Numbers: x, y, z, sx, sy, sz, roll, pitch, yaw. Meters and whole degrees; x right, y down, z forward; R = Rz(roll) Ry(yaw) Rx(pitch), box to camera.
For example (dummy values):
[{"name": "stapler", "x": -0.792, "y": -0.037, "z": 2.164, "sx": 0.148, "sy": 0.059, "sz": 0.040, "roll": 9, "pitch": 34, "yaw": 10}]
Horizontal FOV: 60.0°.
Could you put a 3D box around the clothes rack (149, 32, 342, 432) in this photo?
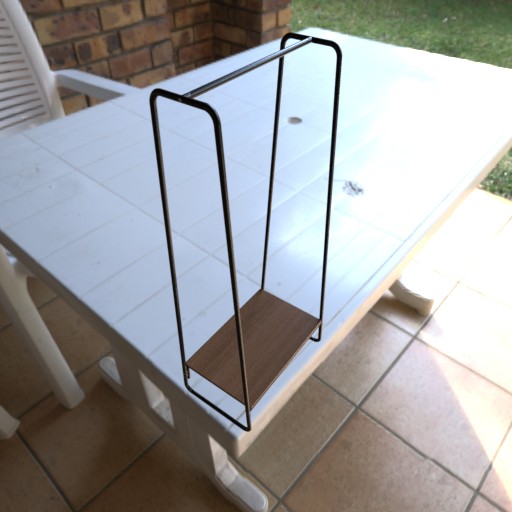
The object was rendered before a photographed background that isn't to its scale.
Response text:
[{"name": "clothes rack", "x": 0.000, "y": 0.000, "z": 1.778, "sx": 0.400, "sy": 1.500, "sz": 0.640, "roll": 26, "pitch": 48, "yaw": 26}]
